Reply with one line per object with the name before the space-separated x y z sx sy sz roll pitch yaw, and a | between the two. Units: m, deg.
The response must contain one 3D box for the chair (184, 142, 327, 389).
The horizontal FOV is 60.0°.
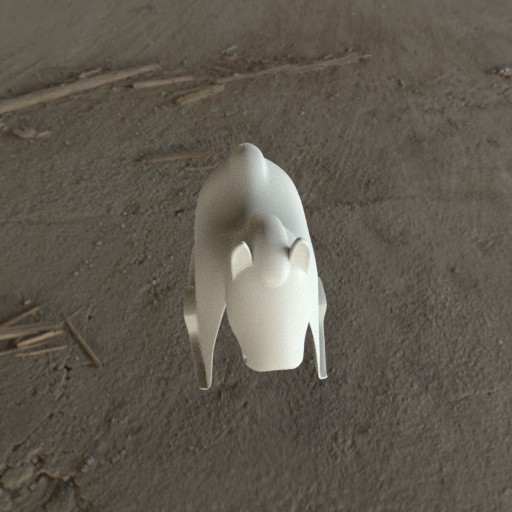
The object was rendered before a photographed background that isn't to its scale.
chair | 0.000 0.000 1.159 0.429 0.612 0.800 -4 46 -4
